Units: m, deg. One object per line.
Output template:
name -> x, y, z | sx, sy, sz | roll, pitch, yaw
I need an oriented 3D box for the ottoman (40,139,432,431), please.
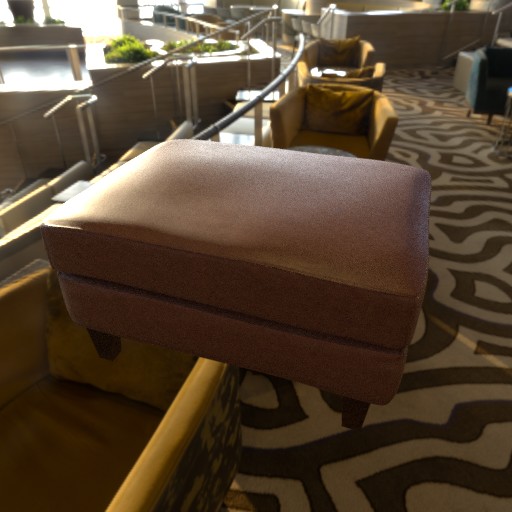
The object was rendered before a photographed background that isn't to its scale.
ottoman -> 0.000, 0.000, 1.234 | 0.851, 0.485, 0.650 | 11, 35, 16
